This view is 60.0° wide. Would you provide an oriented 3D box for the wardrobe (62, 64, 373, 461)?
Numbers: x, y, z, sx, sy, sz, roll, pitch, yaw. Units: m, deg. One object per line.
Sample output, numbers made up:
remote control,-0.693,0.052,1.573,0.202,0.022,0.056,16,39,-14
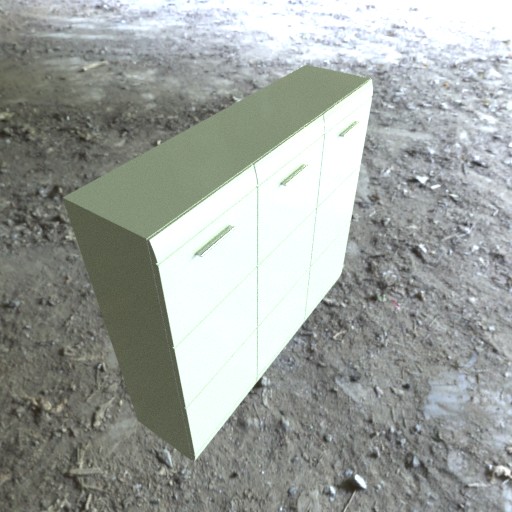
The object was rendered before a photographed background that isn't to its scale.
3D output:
wardrobe,0.000,0.000,1.940,0.360,1.200,1.340,24,46,25
